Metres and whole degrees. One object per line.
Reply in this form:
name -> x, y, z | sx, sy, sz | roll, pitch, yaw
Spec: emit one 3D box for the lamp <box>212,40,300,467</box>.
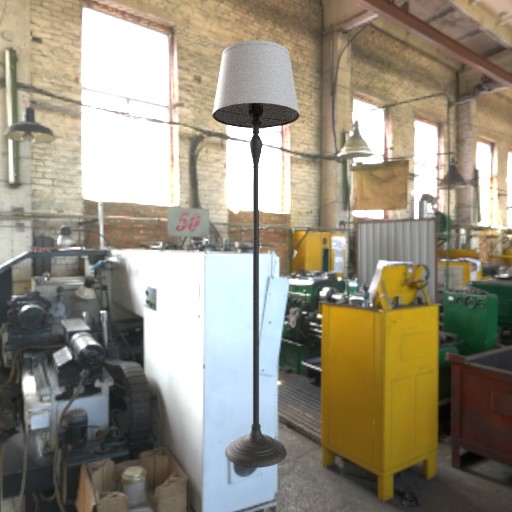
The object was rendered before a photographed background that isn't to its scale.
lamp -> 0.000, 0.000, 1.683 | 0.327, 1.506, 0.327 | 0, 1, 17
